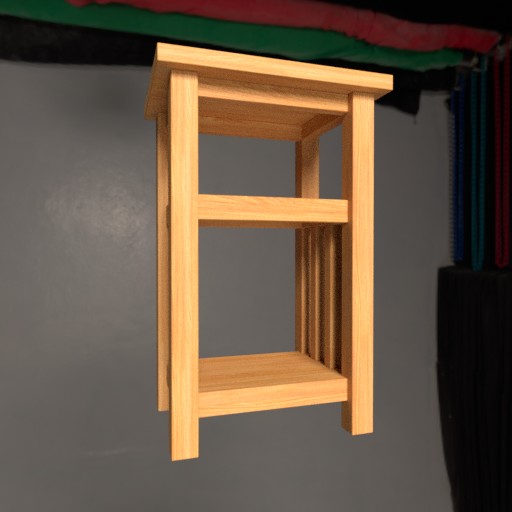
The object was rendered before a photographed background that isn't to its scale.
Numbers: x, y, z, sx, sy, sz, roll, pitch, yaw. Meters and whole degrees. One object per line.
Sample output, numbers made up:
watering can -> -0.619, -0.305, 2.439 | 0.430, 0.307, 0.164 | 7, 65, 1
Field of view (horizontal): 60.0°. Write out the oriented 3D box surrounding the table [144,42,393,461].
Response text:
table -> 0.000, 0.000, 0.750 | 0.350, 0.550, 0.270 | 0, 1, -18
